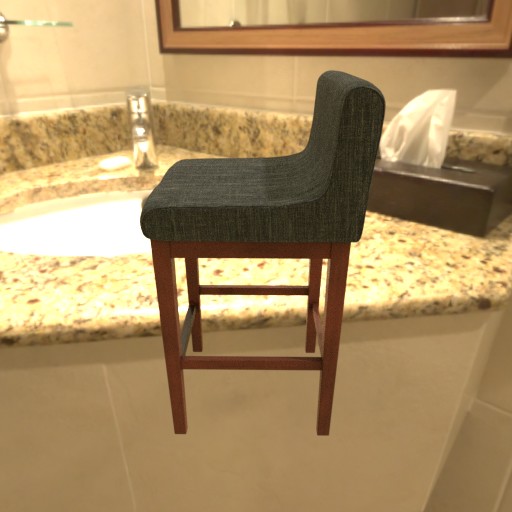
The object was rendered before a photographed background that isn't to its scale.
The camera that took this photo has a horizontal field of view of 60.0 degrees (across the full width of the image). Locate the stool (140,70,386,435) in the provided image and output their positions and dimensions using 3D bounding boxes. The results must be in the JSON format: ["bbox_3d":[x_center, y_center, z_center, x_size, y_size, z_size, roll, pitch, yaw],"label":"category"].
[{"bbox_3d":[0.000,0.000,1.096,0.459,0.835,0.395,0,26,1],"label":"stool"}]
